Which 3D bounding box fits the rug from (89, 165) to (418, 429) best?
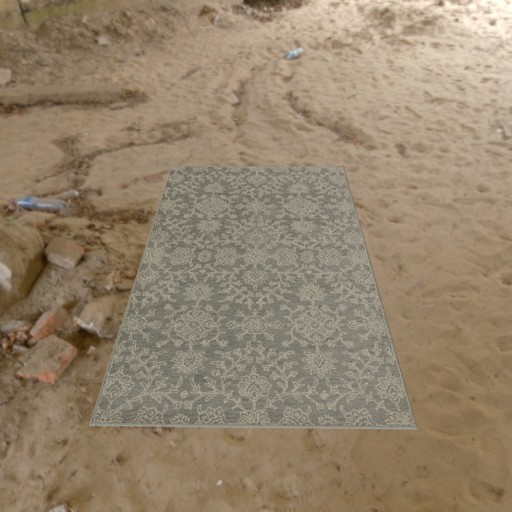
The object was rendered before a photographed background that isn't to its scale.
[{"bbox_3d":[0.000,0.000,2.965,1.515,0.010,2.430,0,40,1],"label":"rug"}]
